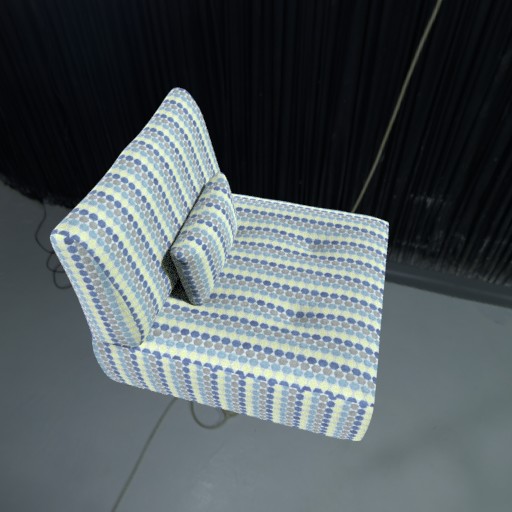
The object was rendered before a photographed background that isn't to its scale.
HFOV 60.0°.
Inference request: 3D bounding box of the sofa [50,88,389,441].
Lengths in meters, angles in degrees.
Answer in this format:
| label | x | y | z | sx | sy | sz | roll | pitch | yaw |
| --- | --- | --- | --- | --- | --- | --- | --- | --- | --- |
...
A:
| label | x | y | z | sx | sy | sz | roll | pitch | yaw |
| --- | --- | --- | --- | --- | --- | --- | --- | --- | --- |
| sofa | 0.000 | 0.000 | 1.693 | 1.000 | 0.830 | 0.930 | 11 | 47 | 10 |
